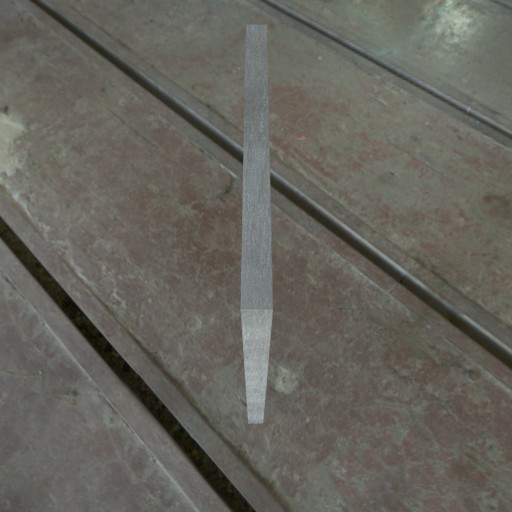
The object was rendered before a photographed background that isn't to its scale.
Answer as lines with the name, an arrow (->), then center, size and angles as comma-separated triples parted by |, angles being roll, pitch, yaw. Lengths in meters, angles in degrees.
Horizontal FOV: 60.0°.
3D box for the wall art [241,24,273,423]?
wall art -> 0.000, 0.000, 0.718 | 0.032, 0.521, 0.421 | 0, 59, 0
